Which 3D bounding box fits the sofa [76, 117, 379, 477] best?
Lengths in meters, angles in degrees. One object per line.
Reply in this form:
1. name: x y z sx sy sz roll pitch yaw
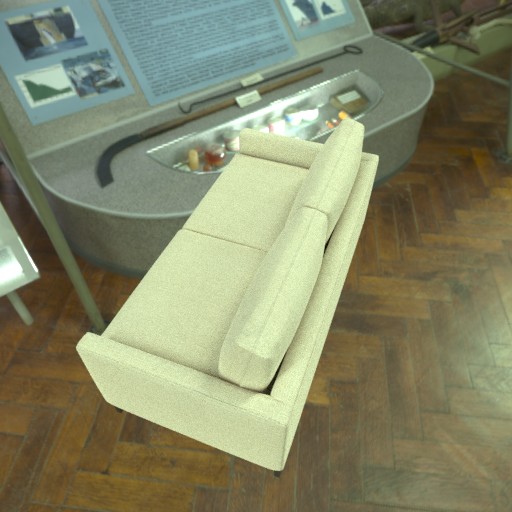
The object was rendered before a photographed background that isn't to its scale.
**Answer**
1. sofa: 0.000 0.000 2.143 0.839 0.812 1.651 16 49 14
